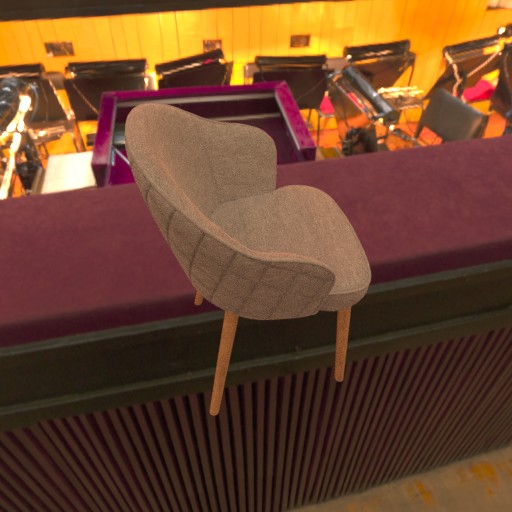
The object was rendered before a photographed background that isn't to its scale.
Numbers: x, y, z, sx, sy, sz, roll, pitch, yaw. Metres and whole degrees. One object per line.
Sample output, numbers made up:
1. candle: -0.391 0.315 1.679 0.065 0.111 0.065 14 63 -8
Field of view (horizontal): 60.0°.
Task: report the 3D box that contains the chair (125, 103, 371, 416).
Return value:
1. chair: 0.000 0.000 1.178 0.530 0.800 0.540 -8 45 -8
